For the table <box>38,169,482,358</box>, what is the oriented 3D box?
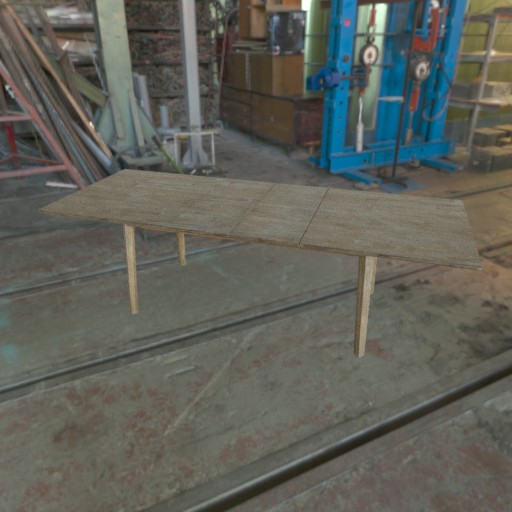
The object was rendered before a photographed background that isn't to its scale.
[{"bbox_3d":[0.000,0.000,3.081,2.603,0.752,1.000,8,28,16],"label":"table"}]
